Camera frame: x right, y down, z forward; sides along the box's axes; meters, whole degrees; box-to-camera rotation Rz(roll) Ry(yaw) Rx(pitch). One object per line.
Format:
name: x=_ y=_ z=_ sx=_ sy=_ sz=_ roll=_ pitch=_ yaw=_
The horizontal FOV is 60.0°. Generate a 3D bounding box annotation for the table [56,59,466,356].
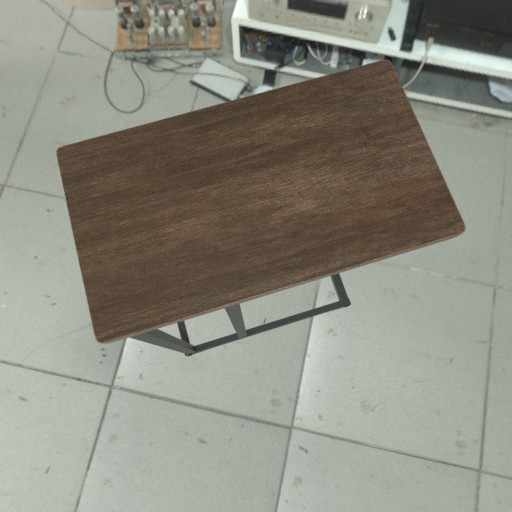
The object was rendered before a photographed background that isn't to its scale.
table: x=0.000 y=0.000 z=0.849 sx=0.450 sy=0.637 sz=0.254 roll=-17 pitch=76 yaw=-4
